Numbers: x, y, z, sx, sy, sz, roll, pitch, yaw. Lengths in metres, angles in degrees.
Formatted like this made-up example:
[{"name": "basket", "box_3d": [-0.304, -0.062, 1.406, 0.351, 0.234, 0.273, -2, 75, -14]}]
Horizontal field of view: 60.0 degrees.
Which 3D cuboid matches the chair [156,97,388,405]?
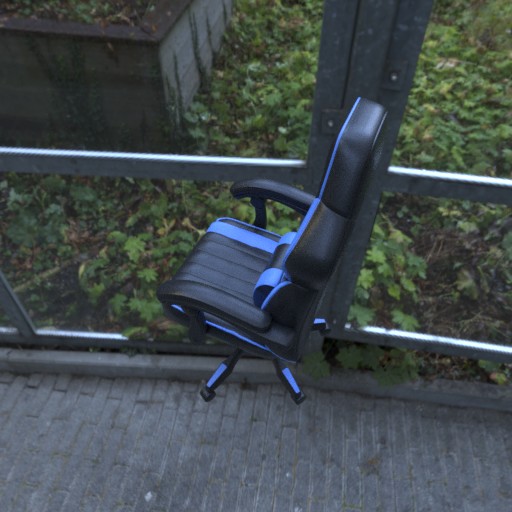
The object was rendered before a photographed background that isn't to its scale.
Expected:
[{"name": "chair", "box_3d": [0.000, 0.000, 1.655, 0.700, 1.280, 0.700, 17, 50, 15]}]
